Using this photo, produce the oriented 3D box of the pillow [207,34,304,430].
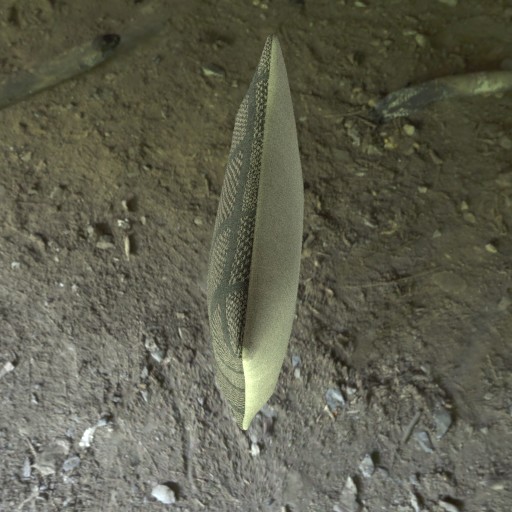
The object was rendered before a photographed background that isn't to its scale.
[{"bbox_3d":[0.000,0.000,0.661,0.138,0.432,0.435,4,61,2],"label":"pillow"}]
